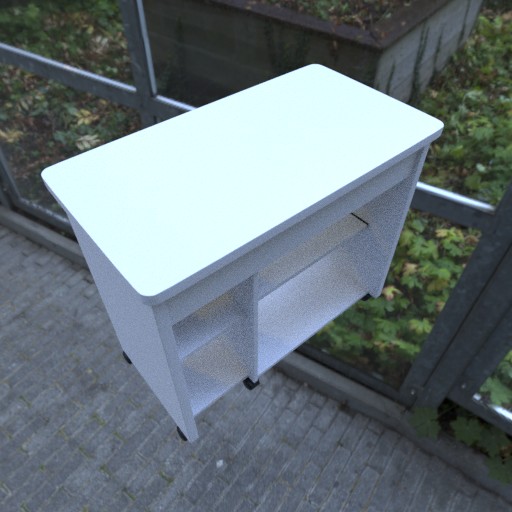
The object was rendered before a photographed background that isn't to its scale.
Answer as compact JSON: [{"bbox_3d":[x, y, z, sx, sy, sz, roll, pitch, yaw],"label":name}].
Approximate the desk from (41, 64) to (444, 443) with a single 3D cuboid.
[{"bbox_3d":[0.000,0.000,1.330,0.877,0.763,0.475,-31,54,-26],"label":"desk"}]
